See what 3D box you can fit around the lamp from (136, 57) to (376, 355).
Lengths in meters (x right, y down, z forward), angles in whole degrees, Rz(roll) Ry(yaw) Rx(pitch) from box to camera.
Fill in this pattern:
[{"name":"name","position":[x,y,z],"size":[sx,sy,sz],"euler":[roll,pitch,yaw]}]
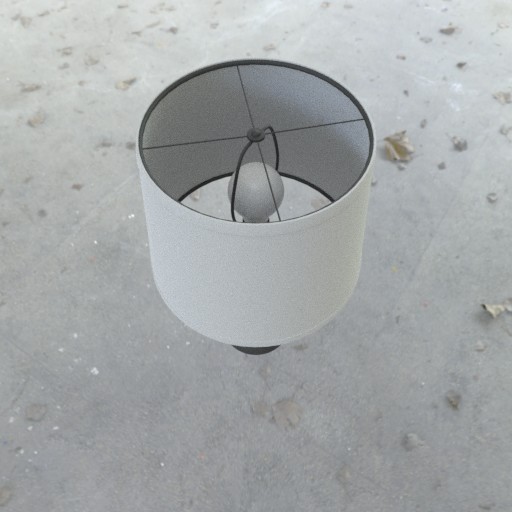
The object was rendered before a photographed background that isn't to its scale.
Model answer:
[{"name":"lamp","position":[0.000,0.000,0.680],"size":[0.310,0.501,0.310],"euler":[0,58,0]}]
